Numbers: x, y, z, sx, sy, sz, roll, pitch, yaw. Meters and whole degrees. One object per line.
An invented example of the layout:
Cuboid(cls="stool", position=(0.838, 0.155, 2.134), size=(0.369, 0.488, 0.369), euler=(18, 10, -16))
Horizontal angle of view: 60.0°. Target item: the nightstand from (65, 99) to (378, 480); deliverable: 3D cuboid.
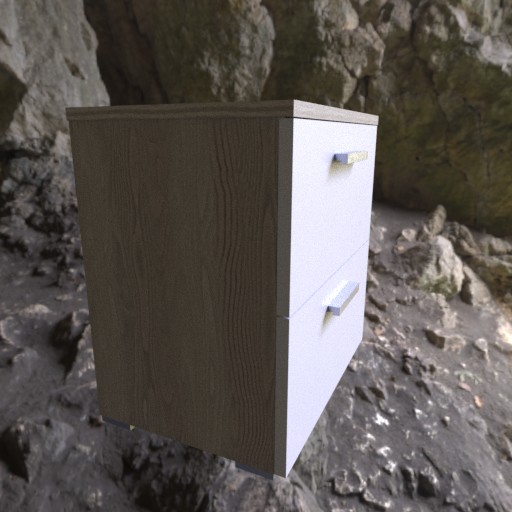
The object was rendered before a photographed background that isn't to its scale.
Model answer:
Cuboid(cls="nightstand", position=(0.000, 0.000, 0.747), size=(0.325, 0.461, 0.442), euler=(7, 17, 24))
